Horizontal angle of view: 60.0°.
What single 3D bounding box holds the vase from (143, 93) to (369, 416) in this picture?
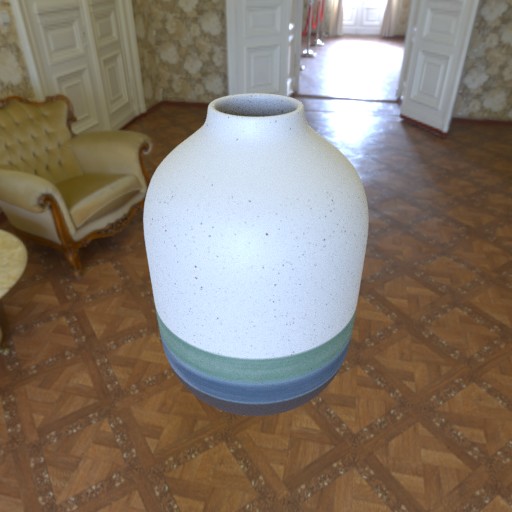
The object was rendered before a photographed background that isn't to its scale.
[{"bbox_3d":[0.000,0.000,0.359,0.169,0.240,0.169,0,33,0],"label":"vase"}]
